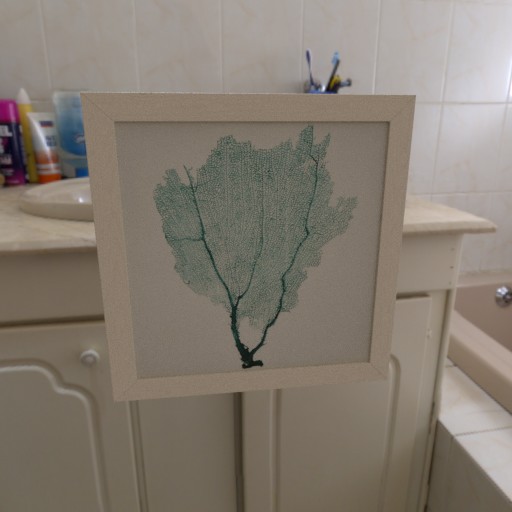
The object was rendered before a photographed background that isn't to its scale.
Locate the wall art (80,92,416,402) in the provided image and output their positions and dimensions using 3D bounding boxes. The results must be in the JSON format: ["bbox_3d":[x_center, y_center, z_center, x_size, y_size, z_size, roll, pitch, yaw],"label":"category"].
[{"bbox_3d":[0.000,0.000,0.838,0.572,0.577,0.015,-2,17,-8],"label":"wall art"}]
